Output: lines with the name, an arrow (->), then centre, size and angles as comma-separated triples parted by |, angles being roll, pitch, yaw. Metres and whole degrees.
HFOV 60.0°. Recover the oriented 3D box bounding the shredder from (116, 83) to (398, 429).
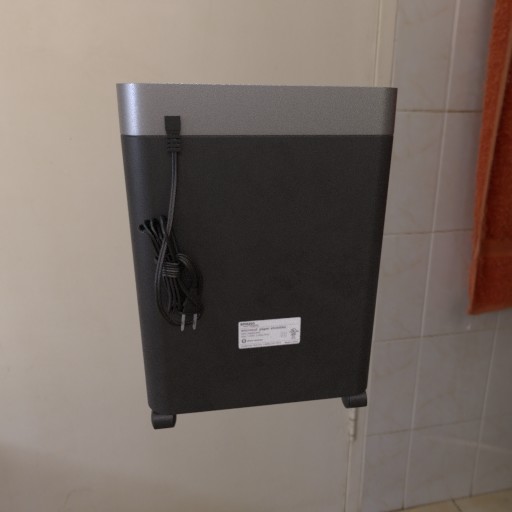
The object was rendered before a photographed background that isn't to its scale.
shredder -> 0.000, 0.000, 0.584 | 0.311, 0.419, 0.237 | -3, 16, -9
